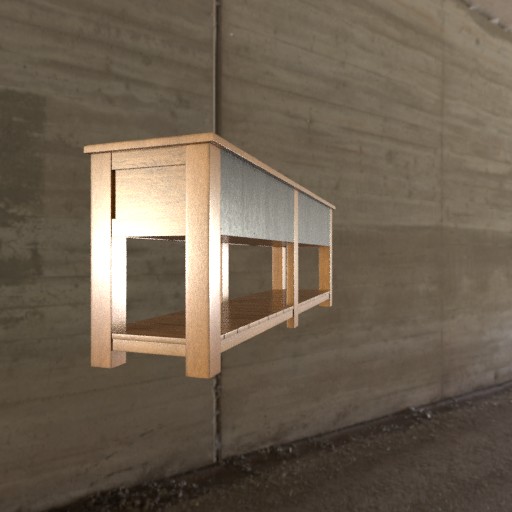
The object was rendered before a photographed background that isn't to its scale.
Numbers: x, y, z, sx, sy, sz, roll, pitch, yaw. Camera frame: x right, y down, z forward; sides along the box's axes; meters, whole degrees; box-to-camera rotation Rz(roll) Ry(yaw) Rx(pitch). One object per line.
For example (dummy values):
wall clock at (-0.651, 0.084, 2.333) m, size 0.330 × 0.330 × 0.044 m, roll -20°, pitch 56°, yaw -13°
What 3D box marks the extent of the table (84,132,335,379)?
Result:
table at (0.000, 0.000, 2.053) m, size 0.425 × 0.635 × 1.815 m, roll 0°, pitch 0°, yaw 20°
